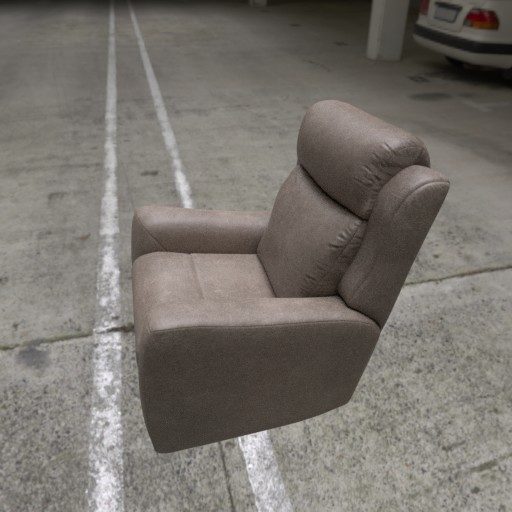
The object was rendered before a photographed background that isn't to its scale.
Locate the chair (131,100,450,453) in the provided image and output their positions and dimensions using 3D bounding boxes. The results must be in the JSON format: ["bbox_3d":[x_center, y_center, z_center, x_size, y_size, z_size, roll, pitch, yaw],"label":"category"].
[{"bbox_3d":[0.000,0.000,1.860,1.068,1.116,0.967,-8,32,-13],"label":"chair"}]
